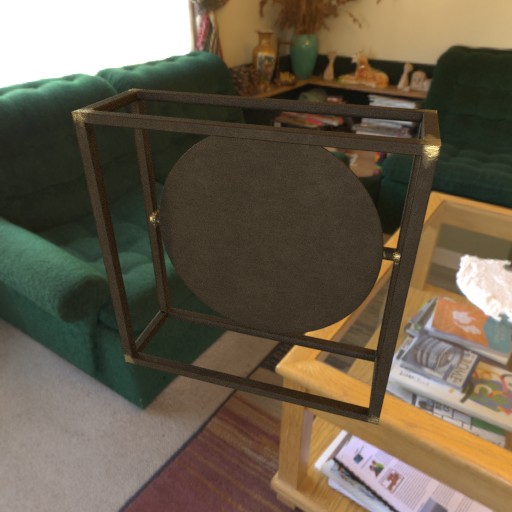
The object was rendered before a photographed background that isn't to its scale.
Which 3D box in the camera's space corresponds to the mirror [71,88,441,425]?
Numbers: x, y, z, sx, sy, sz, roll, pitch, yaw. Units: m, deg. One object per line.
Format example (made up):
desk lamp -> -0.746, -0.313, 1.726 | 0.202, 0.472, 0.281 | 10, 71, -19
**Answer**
mirror -> 0.000, 0.000, 0.473 | 0.306, 0.303, 0.107 | 10, 33, 15
